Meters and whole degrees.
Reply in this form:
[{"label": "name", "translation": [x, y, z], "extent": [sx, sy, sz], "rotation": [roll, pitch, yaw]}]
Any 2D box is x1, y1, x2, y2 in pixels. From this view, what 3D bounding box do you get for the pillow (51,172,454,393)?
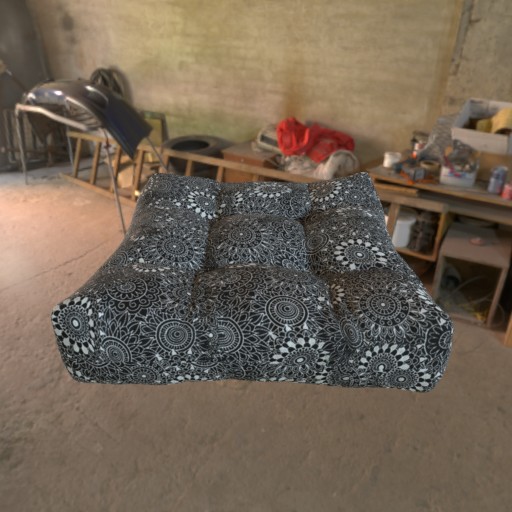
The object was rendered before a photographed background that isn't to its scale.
[{"label": "pillow", "translation": [0.000, 0.000, 0.708], "extent": [0.468, 0.128, 0.490], "rotation": [1, 30, 1]}]
